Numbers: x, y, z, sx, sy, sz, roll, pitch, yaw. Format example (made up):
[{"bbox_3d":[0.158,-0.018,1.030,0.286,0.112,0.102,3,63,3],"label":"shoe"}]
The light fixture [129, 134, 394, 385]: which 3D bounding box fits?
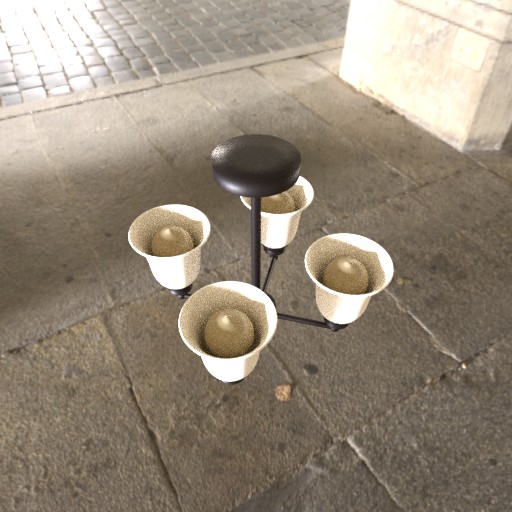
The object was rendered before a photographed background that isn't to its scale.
[{"bbox_3d":[0.000,0.000,1.798,1.069,0.925,1.069,11,46,10],"label":"light fixture"}]
